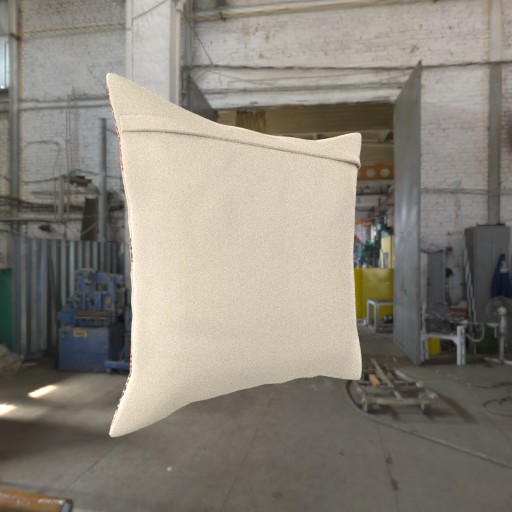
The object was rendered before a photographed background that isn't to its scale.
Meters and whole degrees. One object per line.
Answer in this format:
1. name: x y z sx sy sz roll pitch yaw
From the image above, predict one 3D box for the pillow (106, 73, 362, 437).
1. pillow: 0.000 0.000 0.689 0.463 0.454 0.160 0 0 -36
